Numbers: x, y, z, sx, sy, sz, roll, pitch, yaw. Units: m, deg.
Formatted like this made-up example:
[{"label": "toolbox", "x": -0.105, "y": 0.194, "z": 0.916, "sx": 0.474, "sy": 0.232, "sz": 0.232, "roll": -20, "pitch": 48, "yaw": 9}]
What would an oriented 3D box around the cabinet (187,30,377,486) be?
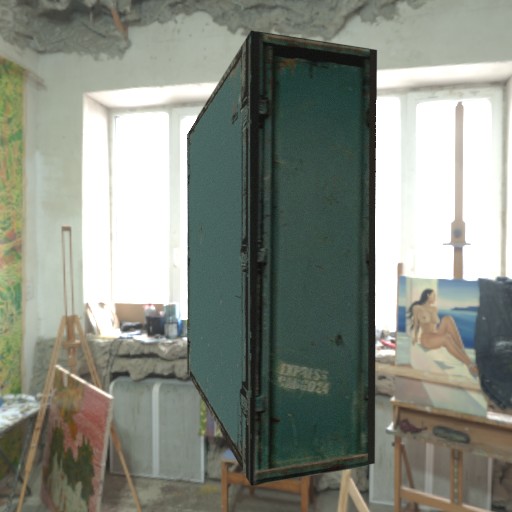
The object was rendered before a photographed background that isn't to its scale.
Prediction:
[{"label": "cabinet", "x": 0.000, "y": 0.000, "z": 3.156, "sx": 0.680, "sy": 2.160, "sz": 2.000, "roll": 0, "pitch": 1, "yaw": -17}]
